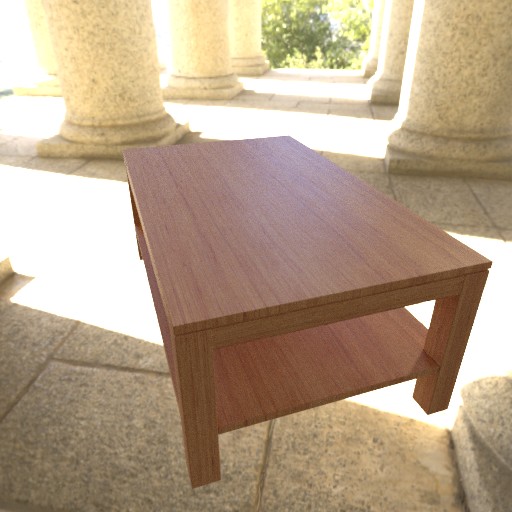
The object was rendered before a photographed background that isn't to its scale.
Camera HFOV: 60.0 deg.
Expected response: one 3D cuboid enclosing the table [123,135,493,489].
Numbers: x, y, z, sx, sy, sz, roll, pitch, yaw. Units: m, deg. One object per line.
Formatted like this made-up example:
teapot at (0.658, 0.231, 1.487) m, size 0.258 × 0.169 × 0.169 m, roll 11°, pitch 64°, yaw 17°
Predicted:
table at (0.000, 0.000, 1.446) m, size 0.695 × 0.457 × 1.146 m, roll -10°, pitch 31°, yaw -16°
